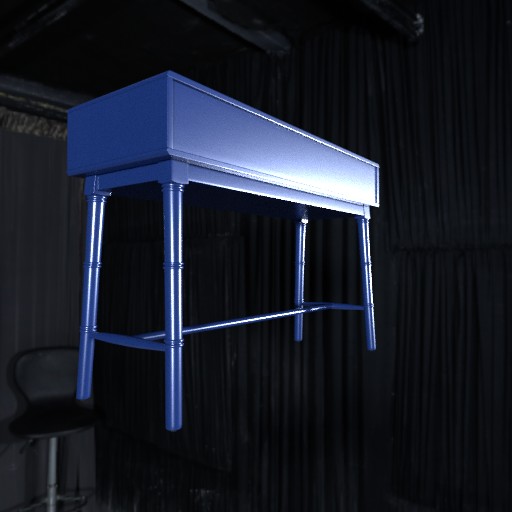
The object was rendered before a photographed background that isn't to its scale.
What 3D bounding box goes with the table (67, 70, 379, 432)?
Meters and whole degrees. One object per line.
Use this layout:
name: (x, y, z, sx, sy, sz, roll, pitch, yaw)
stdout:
table: (0.000, 0.000, 1.463, 0.399, 0.749, 1.118, -1, -1, 37)
